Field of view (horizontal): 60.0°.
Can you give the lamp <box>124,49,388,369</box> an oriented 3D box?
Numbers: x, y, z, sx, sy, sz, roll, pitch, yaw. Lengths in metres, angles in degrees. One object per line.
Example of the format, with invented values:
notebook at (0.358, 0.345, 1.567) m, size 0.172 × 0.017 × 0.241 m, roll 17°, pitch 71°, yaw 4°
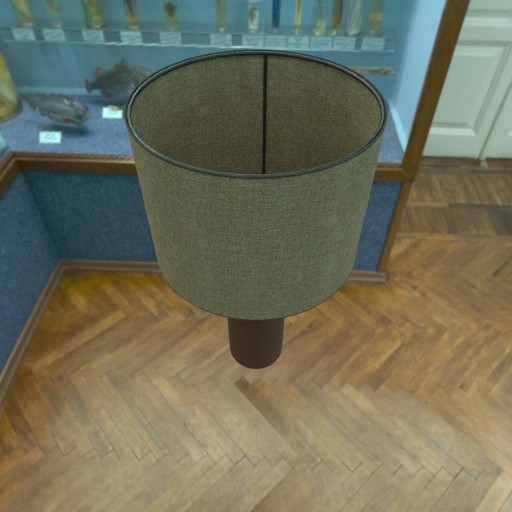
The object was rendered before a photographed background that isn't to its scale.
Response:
lamp at (0.000, 0.000, 0.471) m, size 0.202 × 0.350 × 0.202 m, roll 0°, pitch 46°, yaw 0°
